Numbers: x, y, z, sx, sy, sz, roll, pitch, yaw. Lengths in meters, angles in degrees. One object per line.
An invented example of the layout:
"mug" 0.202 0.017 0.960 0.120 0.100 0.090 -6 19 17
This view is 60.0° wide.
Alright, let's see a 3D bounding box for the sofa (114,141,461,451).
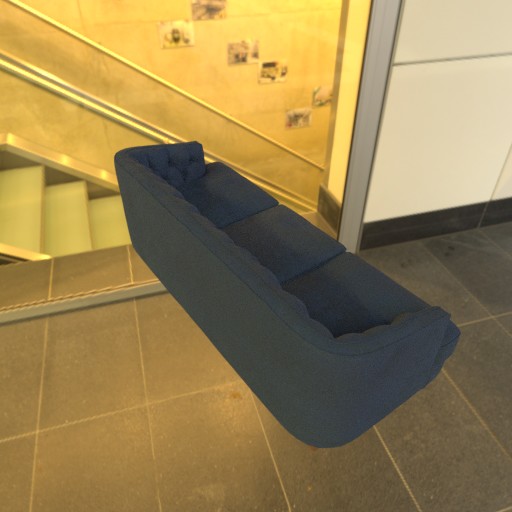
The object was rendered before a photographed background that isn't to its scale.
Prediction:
"sofa" 0.000 0.000 2.714 0.941 0.855 2.278 -25 45 -27
